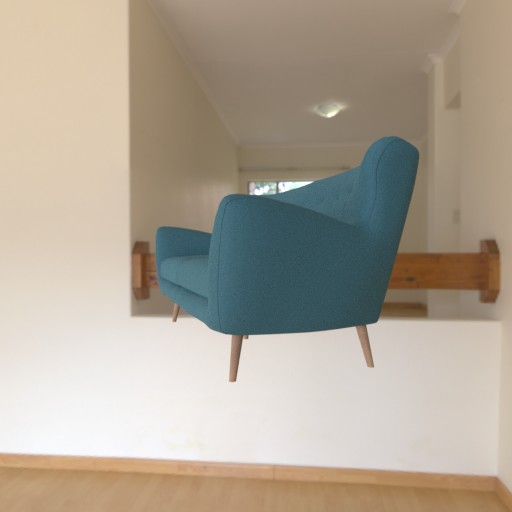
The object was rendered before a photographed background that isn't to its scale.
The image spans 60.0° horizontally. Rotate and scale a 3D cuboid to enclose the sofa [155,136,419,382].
[{"bbox_3d":[0.000,0.000,2.388,0.889,0.890,1.930,0,0,-19],"label":"sofa"}]
